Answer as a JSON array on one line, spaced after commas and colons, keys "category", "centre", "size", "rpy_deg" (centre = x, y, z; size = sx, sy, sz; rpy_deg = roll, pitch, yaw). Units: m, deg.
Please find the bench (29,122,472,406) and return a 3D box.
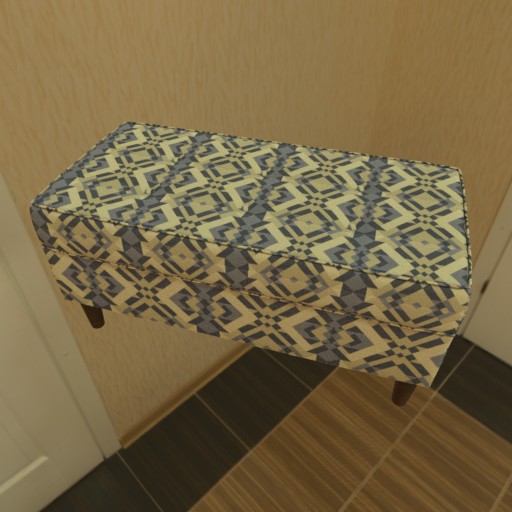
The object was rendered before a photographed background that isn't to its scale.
[{"category": "bench", "centre": [0.000, 0.000, 1.257], "size": [1.016, 0.477, 0.492], "rpy_deg": [11, 43, 12]}]
